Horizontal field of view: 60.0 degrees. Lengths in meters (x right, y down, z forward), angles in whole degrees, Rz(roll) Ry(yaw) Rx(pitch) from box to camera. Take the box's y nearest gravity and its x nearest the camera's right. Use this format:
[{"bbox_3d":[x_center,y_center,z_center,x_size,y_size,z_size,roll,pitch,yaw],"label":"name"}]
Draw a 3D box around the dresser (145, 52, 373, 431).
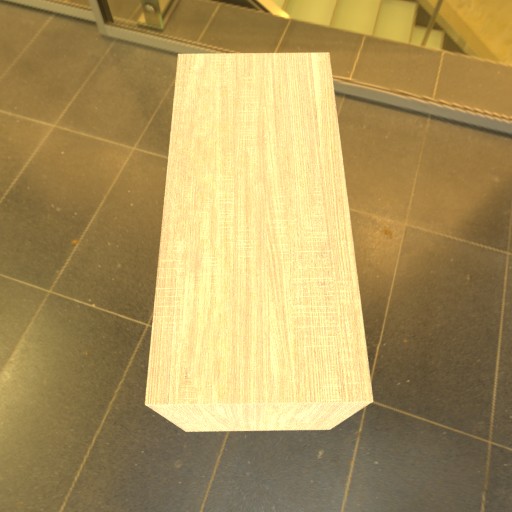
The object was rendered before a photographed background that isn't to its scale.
[{"bbox_3d":[0.000,0.000,1.566,0.500,0.780,1.110,-1,63,0],"label":"dresser"}]
